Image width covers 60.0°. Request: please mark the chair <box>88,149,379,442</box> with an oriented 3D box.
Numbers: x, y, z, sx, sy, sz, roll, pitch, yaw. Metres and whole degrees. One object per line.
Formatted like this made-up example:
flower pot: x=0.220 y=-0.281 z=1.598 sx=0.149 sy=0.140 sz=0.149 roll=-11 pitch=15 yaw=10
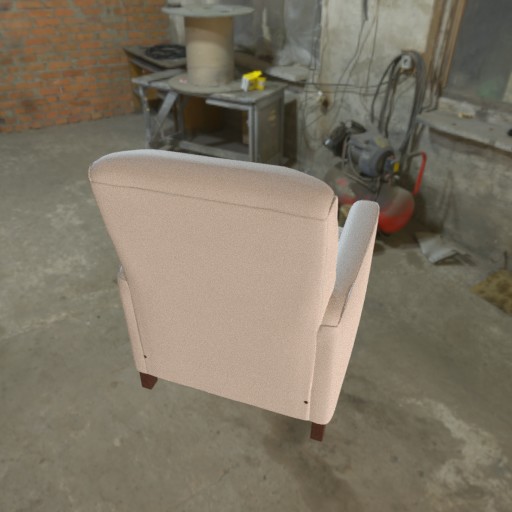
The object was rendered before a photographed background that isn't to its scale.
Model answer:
chair: x=0.000 y=0.000 z=1.689 sx=0.841 sy=1.028 sz=0.858 roll=11 pitch=35 yaw=16
